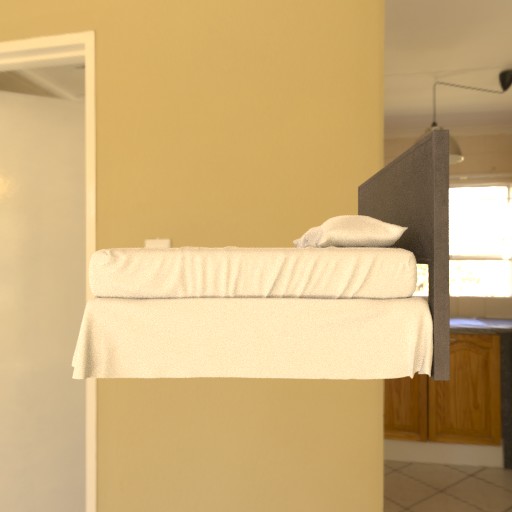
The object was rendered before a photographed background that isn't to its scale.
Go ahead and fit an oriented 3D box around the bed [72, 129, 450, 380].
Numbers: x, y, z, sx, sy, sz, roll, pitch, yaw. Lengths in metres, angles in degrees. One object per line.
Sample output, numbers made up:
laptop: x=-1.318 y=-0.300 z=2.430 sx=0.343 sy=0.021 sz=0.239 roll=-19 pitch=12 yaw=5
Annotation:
bed: x=0.000 y=0.000 z=2.839 sx=1.785 sy=1.142 sz=1.772 roll=0 pitch=0 yaw=1
